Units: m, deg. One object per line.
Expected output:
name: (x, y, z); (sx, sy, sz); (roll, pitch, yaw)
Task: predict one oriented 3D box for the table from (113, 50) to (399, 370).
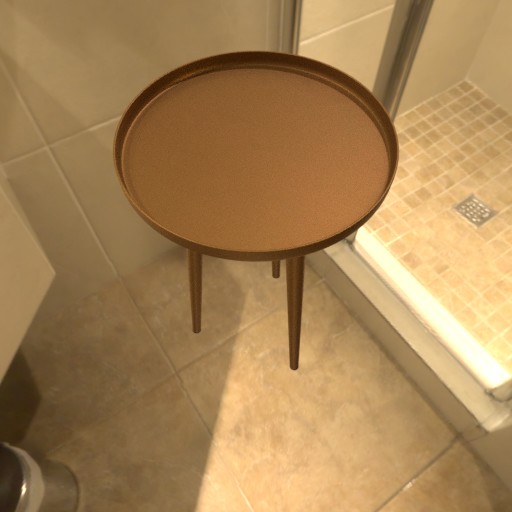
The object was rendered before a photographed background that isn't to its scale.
table: (0.000, 0.000, 0.671); (0.299, 0.480, 0.299); (16, 59, 10)
